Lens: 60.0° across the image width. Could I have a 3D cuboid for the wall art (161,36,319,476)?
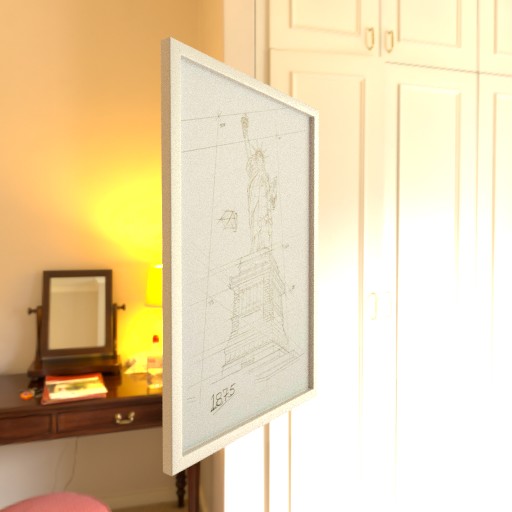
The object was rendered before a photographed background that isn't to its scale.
[{"bbox_3d":[0.000,0.000,1.521,0.038,1.183,0.808,1,2,37],"label":"wall art"}]
